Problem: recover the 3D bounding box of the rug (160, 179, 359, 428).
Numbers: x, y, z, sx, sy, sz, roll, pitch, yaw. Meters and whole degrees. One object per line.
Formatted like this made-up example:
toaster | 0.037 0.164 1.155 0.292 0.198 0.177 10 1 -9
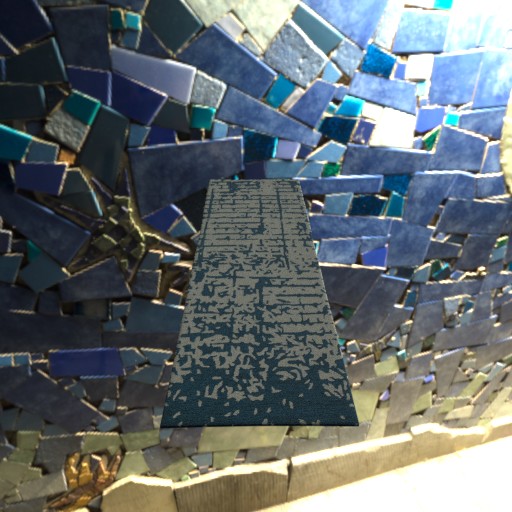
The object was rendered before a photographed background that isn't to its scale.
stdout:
rug | 0.000 0.000 2.694 0.750 0.011 2.435 0 32 -1
